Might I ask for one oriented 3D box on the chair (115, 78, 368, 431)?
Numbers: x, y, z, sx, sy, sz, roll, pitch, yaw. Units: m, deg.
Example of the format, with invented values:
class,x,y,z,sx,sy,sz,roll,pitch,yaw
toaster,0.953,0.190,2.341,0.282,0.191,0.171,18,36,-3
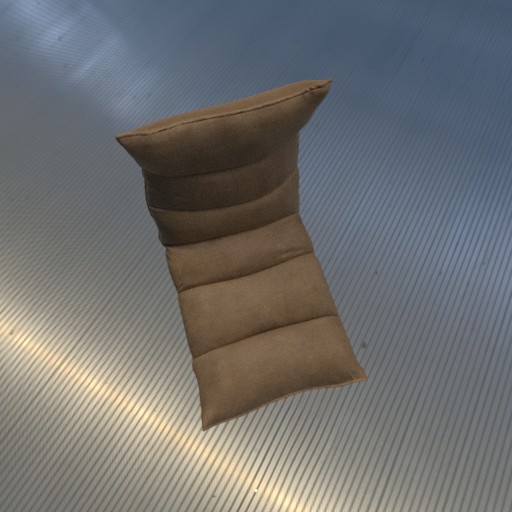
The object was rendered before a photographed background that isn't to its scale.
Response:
class,x,y,z,sx,sy,sz,roll,pitch,yaw
chair,0.000,0.000,1.639,0.714,0.892,0.985,-15,63,-8
